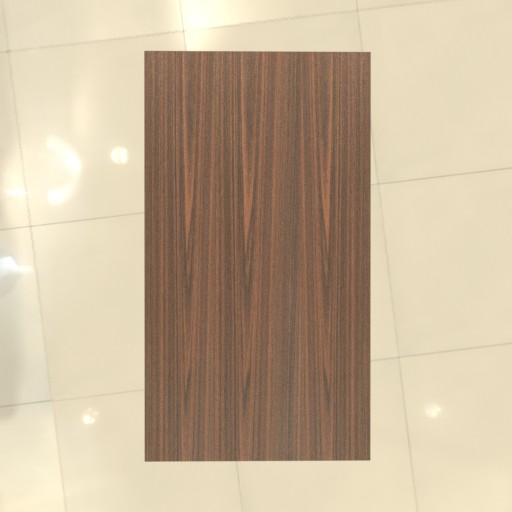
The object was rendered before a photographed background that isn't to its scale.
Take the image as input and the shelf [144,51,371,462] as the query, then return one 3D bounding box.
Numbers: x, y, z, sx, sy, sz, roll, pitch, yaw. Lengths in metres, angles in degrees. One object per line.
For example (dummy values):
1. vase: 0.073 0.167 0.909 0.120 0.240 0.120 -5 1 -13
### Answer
1. shelf: 0.000 0.000 1.350 0.498 0.750 0.902 0 90 -1
